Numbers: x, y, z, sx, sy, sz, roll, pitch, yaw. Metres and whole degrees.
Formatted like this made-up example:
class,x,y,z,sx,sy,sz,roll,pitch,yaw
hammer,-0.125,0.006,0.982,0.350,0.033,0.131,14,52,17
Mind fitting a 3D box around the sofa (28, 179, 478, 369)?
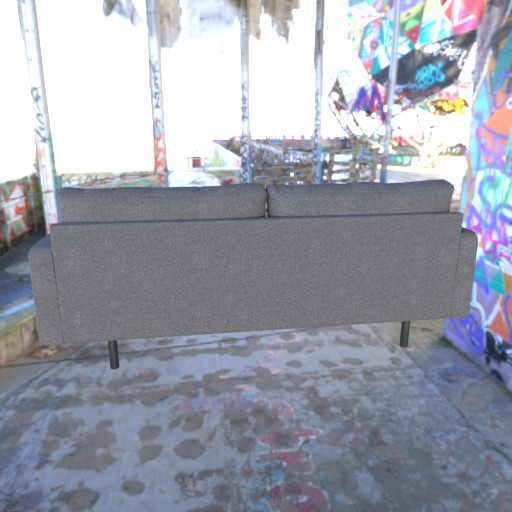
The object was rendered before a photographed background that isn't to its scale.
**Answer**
class,x,y,z,sx,sy,sz,roll,pitch,yaw
sofa,0.000,0.000,2.488,2.100,0.880,0.880,-2,16,-8
